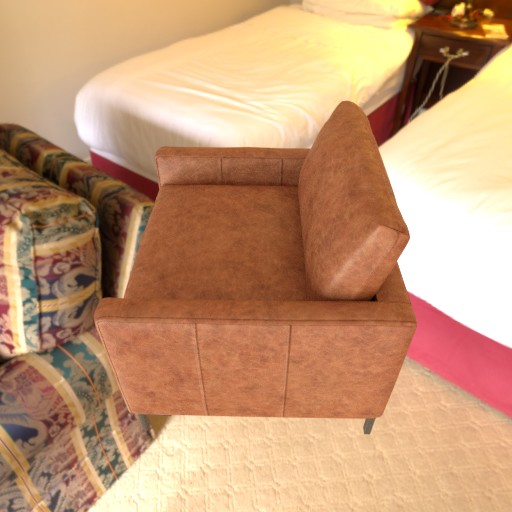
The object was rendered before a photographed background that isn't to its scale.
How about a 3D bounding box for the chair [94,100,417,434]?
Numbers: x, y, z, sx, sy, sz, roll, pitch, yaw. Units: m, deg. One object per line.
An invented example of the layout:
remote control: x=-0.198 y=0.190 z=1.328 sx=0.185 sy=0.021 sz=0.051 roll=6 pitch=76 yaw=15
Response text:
chair: x=0.000 y=0.000 z=1.611 sx=0.862 sy=0.869 sz=0.967 roll=1 pitch=42 yaw=1
